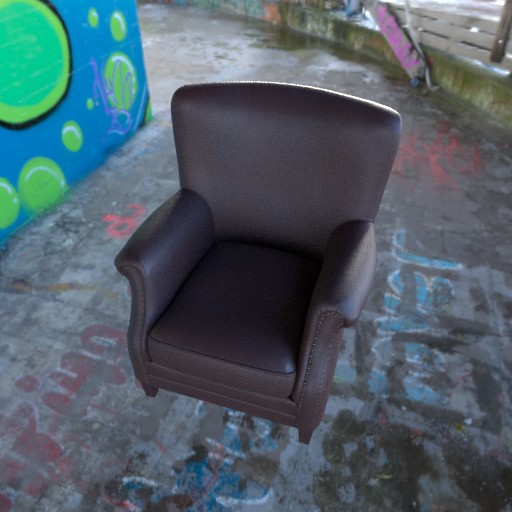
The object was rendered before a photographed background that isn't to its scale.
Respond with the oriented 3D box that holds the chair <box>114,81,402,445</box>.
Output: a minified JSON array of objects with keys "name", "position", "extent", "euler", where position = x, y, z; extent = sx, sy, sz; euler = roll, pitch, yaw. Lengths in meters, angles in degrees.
[{"name":"chair","position":[0.000,0.000,1.342],"extent":[0.700,0.800,0.746],"euler":[12,42,13]}]
